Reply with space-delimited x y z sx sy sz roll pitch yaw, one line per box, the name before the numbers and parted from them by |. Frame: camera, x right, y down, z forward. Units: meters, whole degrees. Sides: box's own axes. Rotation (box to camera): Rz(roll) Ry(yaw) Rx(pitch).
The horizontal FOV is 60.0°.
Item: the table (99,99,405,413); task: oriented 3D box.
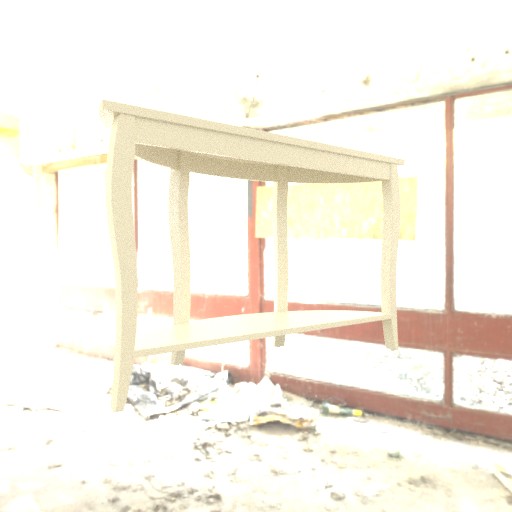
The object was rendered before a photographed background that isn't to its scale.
table | 0.000 0.000 1.603 1.219 0.780 0.394 -1 1 -37
